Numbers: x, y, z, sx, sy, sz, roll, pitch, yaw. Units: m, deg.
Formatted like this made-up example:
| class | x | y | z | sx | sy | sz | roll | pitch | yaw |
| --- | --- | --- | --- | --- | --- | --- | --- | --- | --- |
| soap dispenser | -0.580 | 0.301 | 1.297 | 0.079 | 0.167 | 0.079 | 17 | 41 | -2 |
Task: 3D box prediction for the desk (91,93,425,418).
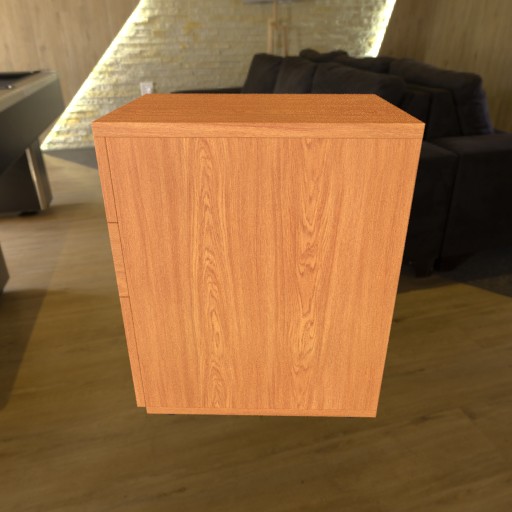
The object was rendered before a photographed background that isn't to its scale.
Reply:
| class | x | y | z | sx | sy | sz | roll | pitch | yaw |
| --- | --- | --- | --- | --- | --- | --- | --- | --- | --- |
| desk | 0.000 | 0.000 | 1.125 | 0.600 | 0.730 | 0.404 | 1 | 27 | 1 |
